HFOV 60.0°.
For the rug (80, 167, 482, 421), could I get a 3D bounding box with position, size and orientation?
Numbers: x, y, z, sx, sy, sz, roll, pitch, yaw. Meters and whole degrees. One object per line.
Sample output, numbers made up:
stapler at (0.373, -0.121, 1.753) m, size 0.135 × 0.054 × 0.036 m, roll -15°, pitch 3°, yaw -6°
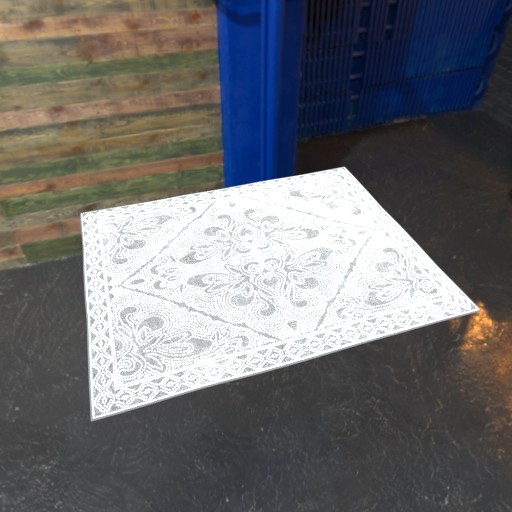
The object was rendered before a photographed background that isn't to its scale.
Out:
rug at (0.000, 0.000, 4.071) m, size 3.048 × 0.012 × 2.438 m, roll -12°, pitch 42°, yaw -13°
